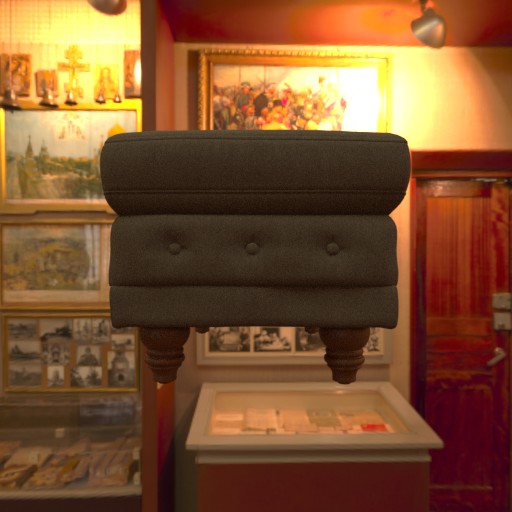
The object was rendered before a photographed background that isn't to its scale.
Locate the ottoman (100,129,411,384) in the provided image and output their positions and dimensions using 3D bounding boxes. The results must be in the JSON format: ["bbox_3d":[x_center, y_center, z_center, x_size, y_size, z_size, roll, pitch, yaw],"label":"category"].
[{"bbox_3d":[0.000,0.000,1.158,0.569,0.500,0.771,0,0,1],"label":"ottoman"}]
